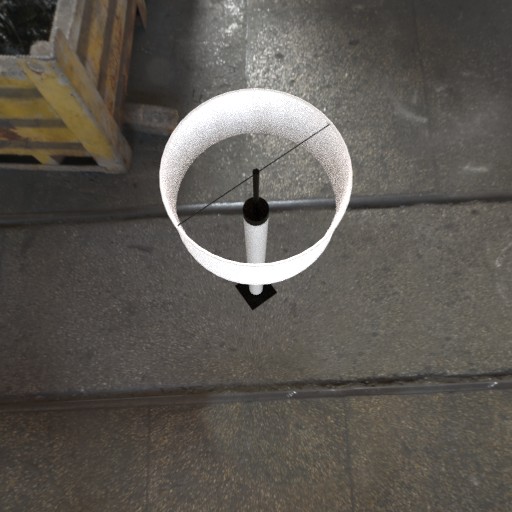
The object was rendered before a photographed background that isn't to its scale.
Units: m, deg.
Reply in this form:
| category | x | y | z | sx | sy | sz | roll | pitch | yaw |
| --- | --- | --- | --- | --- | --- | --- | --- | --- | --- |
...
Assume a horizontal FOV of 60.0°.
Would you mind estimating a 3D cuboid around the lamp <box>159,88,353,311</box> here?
| category | x | y | z | sx | sy | sz | roll | pitch | yaw |
| --- | --- | --- | --- | --- | --- | --- | --- | --- | --- |
| lamp | 0.000 | 0.000 | 1.664 | 0.420 | 1.475 | 0.420 | -35 | 78 | -8 |
